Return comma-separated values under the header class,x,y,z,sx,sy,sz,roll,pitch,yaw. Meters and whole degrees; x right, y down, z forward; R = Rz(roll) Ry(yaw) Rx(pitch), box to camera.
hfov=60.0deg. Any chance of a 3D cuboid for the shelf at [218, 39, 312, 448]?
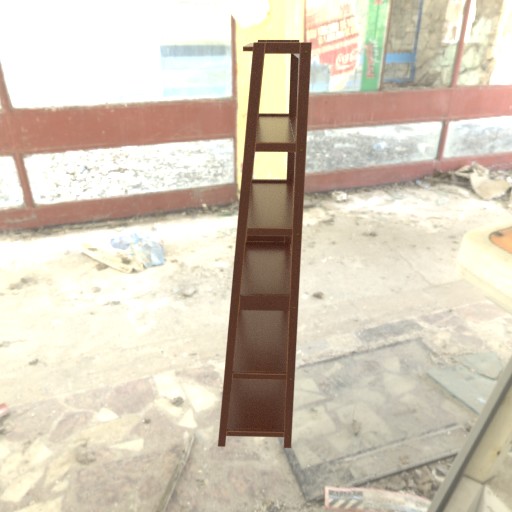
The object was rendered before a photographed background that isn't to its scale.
class,x,y,z,sx,sy,sz,roll,pitch,yaw
shelf,0.000,0.000,2.166,0.381,1.892,0.660,1,27,1
